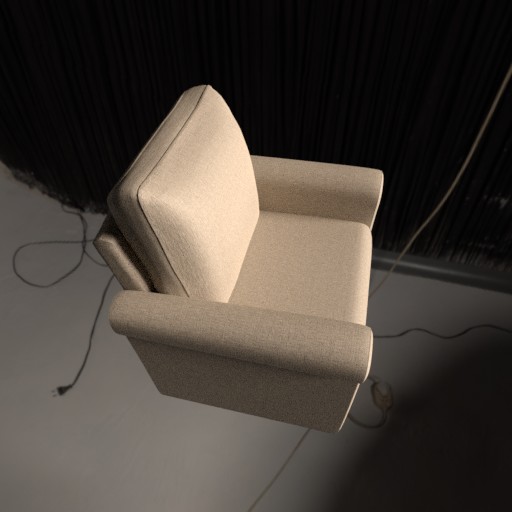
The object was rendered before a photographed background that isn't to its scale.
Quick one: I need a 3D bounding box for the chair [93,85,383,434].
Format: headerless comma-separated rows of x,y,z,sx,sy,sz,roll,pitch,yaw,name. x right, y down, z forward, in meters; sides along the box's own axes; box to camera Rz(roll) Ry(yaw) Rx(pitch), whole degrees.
0.000,0.000,2.263,1.180,1.349,1.275,10,48,9,chair
